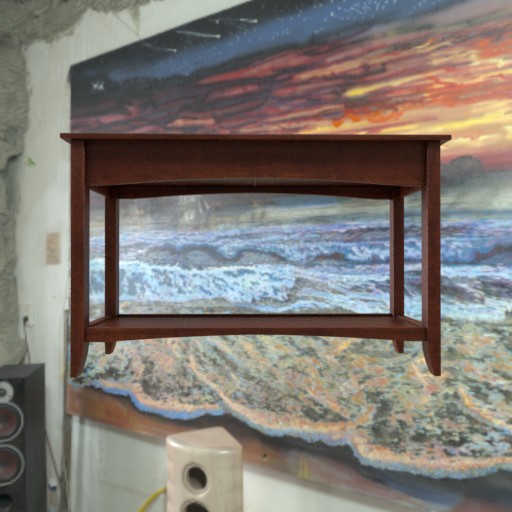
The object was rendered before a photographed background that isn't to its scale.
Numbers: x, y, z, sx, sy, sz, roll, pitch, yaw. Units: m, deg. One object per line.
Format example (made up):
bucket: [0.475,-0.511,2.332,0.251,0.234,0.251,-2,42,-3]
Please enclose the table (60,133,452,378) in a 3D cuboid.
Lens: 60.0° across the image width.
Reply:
table: [0.000,0.000,1.535,1.188,0.739,0.392,0,0,-1]
